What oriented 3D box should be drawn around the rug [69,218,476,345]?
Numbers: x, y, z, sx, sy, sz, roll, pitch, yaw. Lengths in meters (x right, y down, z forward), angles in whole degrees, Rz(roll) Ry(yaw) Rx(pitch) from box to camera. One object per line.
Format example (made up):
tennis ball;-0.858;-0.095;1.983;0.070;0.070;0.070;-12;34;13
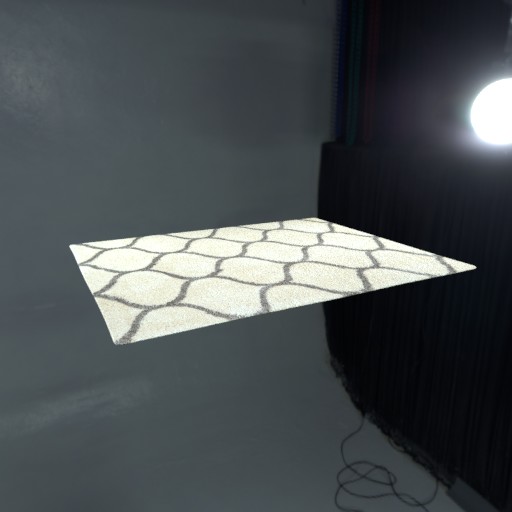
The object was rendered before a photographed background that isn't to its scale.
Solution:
rug;0.000;0.000;4.116;3.000;0.026;2.399;-8;18;-26
